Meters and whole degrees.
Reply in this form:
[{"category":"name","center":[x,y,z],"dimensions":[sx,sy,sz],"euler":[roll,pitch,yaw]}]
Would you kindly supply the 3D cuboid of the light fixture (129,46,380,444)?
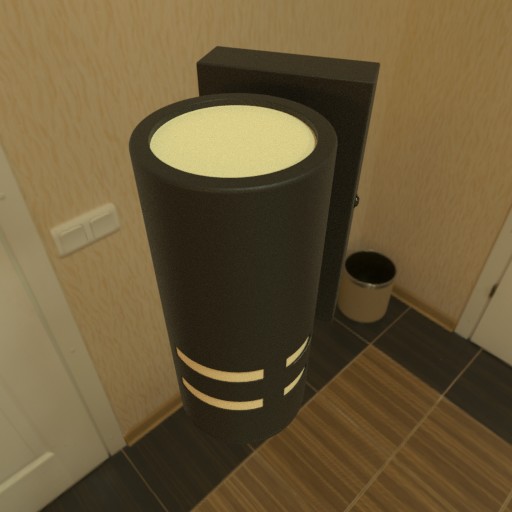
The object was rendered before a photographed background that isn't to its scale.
[{"category":"light fixture","center":[0.000,0.000,0.253],"dimensions":[0.098,0.179,0.138],"euler":[12,43,13]}]
